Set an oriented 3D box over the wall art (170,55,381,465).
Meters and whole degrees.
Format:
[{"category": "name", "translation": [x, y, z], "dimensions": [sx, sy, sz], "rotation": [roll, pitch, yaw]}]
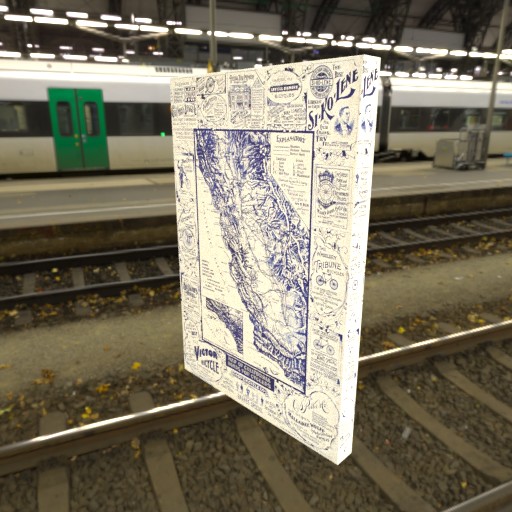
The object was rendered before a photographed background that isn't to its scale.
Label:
[{"category": "wall art", "translation": [0.000, 0.000, 0.482], "dimensions": [0.025, 0.376, 0.255], "rotation": [-16, 23, -42]}]
